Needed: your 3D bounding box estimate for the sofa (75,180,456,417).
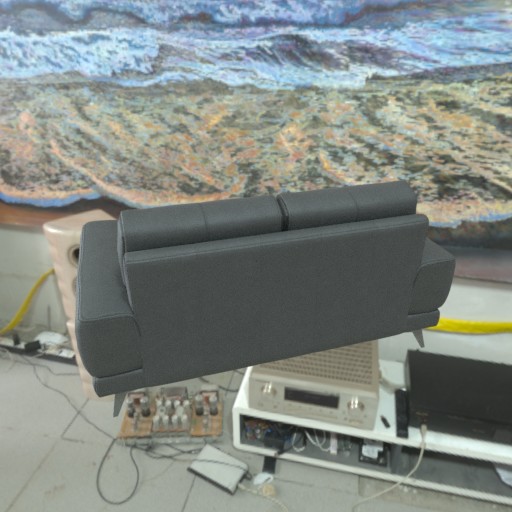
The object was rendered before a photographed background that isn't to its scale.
[{"bbox_3d":[0.000,0.000,2.384,1.806,0.907,1.018,-8,29,-15],"label":"sofa"}]
